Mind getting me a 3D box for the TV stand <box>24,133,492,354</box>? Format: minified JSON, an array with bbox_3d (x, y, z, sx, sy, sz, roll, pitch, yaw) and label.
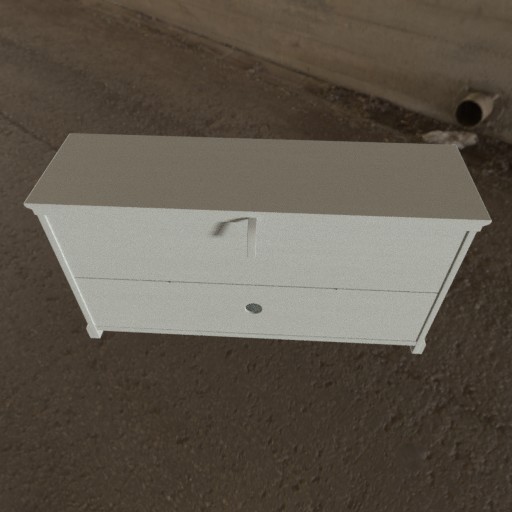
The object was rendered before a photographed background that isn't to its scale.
[{"bbox_3d":[0.000,0.000,1.445,1.187,0.624,0.424,2,46,2],"label":"TV stand"}]
